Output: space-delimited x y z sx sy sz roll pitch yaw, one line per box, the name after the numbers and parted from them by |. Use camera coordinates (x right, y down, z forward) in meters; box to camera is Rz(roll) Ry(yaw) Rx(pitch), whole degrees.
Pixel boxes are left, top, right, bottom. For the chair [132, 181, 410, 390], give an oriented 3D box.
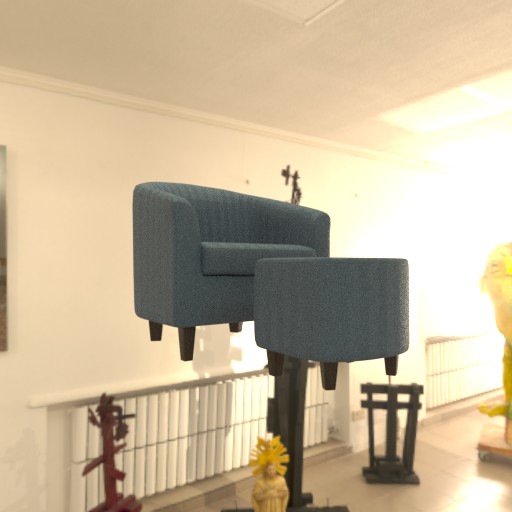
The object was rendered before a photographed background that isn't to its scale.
0.000 0.000 1.754 0.756 0.757 1.288 1 -1 -35 | chair
